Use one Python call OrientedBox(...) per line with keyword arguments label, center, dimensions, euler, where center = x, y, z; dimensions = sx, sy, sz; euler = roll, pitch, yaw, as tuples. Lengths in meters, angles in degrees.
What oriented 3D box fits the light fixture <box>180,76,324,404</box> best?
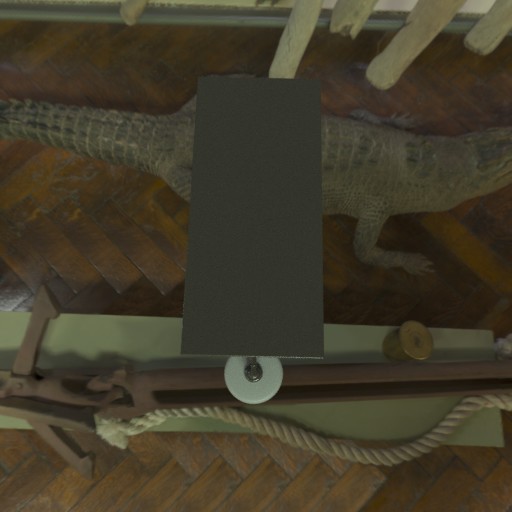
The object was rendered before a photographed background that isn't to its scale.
OrientedBox(label="light fixture", center=(0.000, 0.000, 0.862), dimensions=(0.177, 0.557, 0.582), euler=(1, 76, 0))
